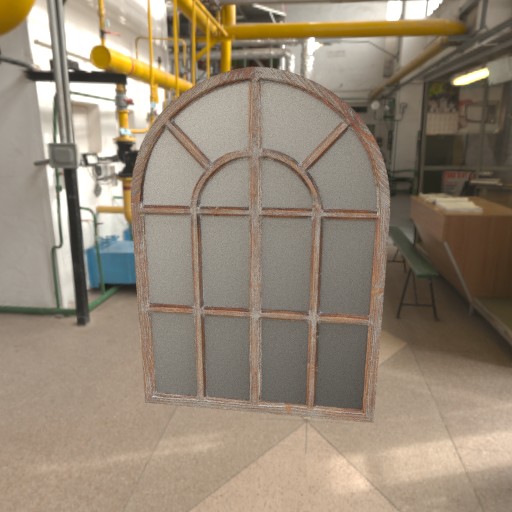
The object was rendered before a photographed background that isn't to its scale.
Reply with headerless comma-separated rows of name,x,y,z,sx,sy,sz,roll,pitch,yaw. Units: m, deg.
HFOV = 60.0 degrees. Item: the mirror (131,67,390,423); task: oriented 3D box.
mirror,0.000,0.000,1.165,0.660,0.920,0.032,2,15,8
